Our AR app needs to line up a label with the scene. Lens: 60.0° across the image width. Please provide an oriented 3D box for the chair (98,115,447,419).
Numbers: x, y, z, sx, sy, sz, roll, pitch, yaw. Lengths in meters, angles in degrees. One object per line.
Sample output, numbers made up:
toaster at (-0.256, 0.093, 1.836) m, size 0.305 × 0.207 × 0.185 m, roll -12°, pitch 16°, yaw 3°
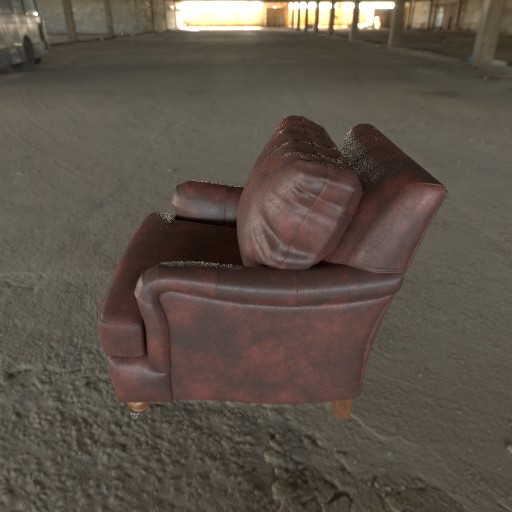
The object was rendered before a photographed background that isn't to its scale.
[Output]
chair at (0.000, 0.000, 1.923) m, size 1.156 × 1.051 × 0.987 m, roll -1°, pitch 28°, yaw -1°
